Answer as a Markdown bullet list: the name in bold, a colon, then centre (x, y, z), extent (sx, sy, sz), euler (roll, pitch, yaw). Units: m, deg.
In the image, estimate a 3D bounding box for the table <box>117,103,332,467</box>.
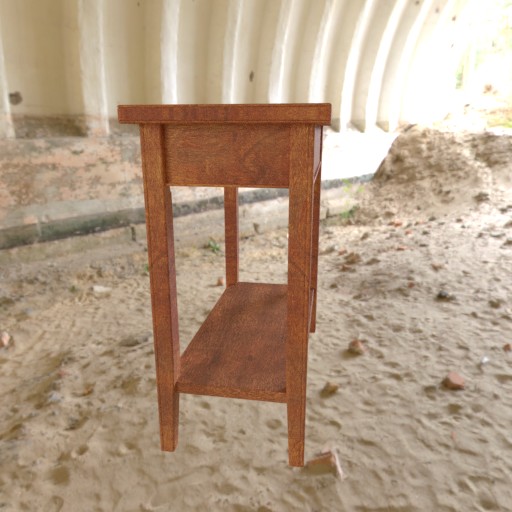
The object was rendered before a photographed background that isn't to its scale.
- **table**: centre (0.000, 0.000, 0.985), extent (0.305, 0.610, 0.610), euler (3, 16, 9)
